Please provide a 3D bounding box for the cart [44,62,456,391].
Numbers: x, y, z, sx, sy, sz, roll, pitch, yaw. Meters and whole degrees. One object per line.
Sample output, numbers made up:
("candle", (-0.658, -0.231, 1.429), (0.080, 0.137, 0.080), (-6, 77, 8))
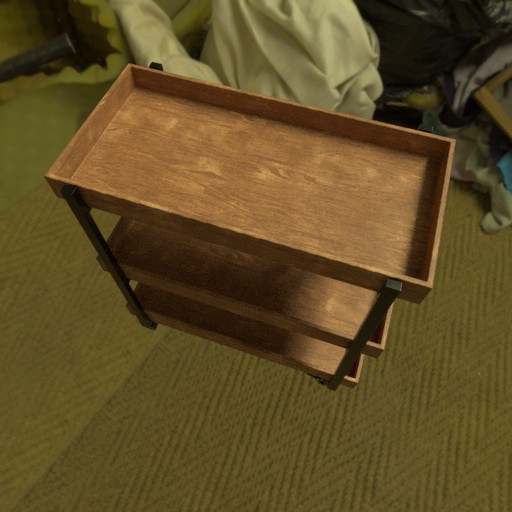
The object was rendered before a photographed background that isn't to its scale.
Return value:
("cart", (0.000, 0.000, 1.235), (0.750, 0.800, 0.411), (16, 61, 9))
